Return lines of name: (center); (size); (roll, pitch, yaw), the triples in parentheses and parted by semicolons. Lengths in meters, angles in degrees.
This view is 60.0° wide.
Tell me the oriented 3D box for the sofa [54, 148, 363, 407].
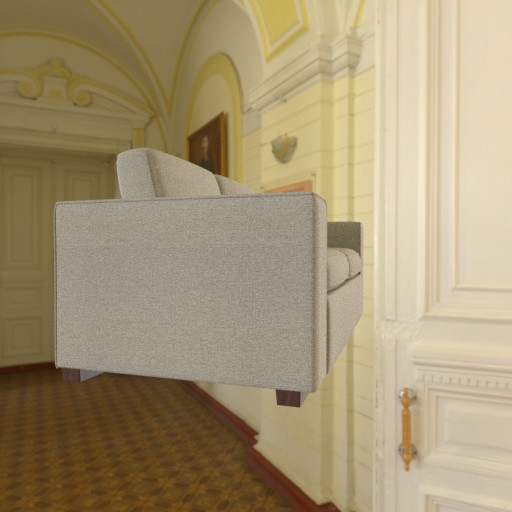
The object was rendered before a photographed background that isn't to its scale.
sofa: (0.000, 0.000, 2.364); (1.007, 0.924, 1.812); (0, 1, 18)
